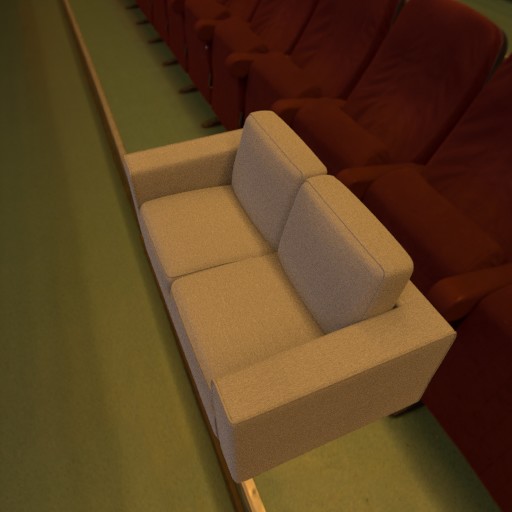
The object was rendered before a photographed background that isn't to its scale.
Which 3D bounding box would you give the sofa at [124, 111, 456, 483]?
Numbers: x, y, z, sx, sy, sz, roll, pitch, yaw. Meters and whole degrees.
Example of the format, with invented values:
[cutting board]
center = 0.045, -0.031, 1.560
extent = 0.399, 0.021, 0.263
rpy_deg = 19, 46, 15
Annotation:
[sofa]
center = 0.000, 0.000, 2.381
extent = 1.007, 0.924, 1.812
rpy_deg = -17, 48, -16
